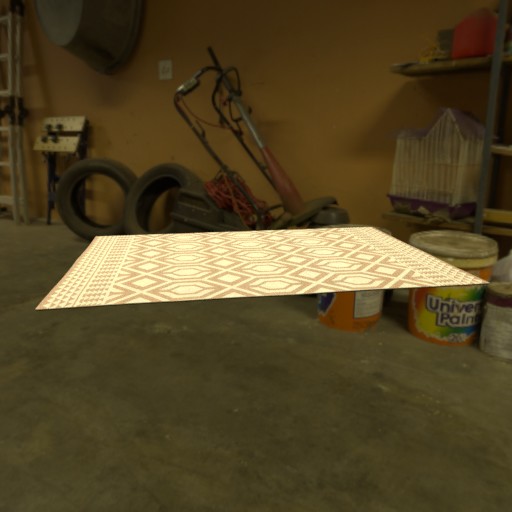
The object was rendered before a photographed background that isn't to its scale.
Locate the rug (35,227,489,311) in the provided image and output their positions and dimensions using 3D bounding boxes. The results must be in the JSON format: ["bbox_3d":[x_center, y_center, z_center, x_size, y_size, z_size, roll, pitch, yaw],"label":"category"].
[{"bbox_3d":[0.000,0.000,2.334,1.829,0.008,1.219,-2,15,-9],"label":"rug"}]
